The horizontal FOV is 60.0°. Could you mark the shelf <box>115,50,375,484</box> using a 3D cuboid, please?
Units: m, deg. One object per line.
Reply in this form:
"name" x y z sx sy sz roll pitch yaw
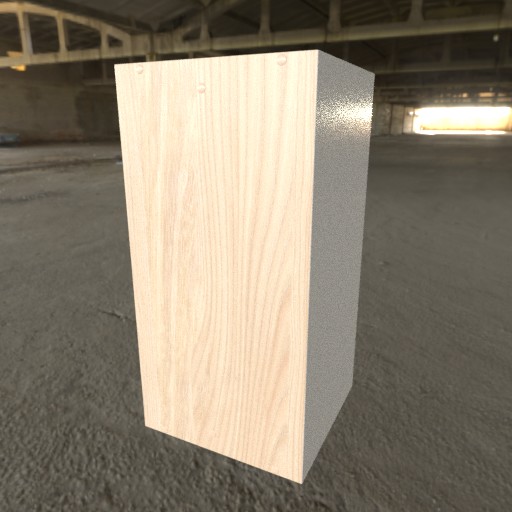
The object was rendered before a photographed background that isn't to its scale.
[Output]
"shelf" 0.000 0.000 0.762 0.297 0.594 0.290 8 19 25
